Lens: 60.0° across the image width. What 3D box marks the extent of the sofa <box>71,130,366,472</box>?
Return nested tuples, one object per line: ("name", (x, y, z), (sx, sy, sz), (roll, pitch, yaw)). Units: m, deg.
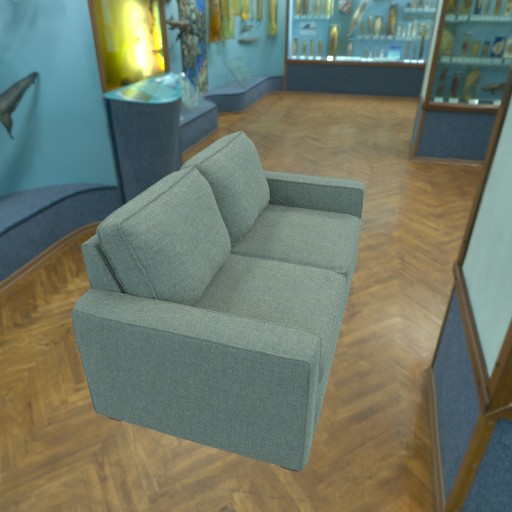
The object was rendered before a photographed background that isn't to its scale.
("sofa", (0.000, 0.000, 2.272), (0.945, 0.915, 1.706), (9, 31, 15))
